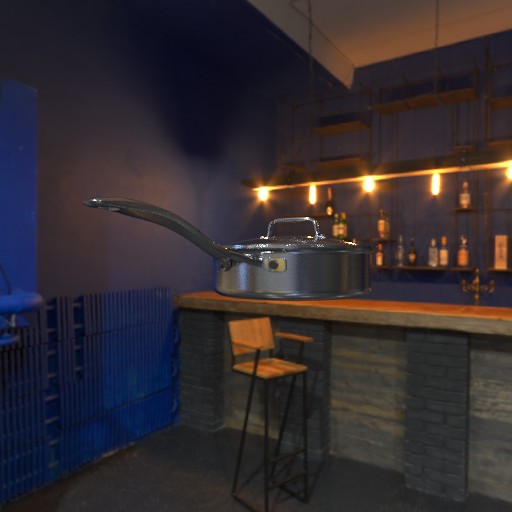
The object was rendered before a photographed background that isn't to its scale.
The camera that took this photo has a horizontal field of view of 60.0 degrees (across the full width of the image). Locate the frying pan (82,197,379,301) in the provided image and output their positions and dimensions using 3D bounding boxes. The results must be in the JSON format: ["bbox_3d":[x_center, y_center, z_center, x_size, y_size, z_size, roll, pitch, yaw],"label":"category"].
[{"bbox_3d":[0.000,0.000,0.572,0.245,0.111,0.492,0,0,35],"label":"frying pan"}]
